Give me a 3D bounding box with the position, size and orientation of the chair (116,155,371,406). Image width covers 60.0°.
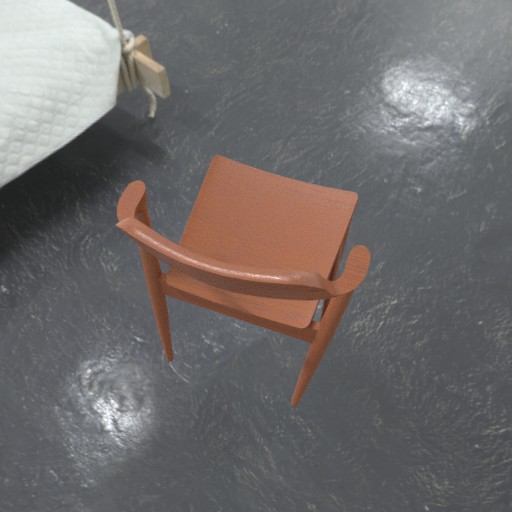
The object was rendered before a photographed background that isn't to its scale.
[{"bbox_3d":[0.000,0.000,1.127,0.496,0.801,0.499,17,64,9],"label":"chair"}]
